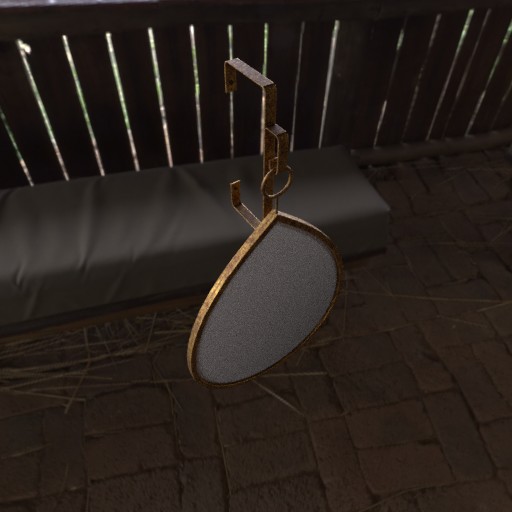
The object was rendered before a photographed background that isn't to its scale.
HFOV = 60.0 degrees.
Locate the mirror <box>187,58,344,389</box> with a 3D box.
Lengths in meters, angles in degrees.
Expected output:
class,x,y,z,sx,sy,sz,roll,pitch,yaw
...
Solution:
class,x,y,z,sx,sy,sz,roll,pitch,yaw
mirror,0.000,0.000,0.897,0.405,0.744,0.144,-26,52,-22
